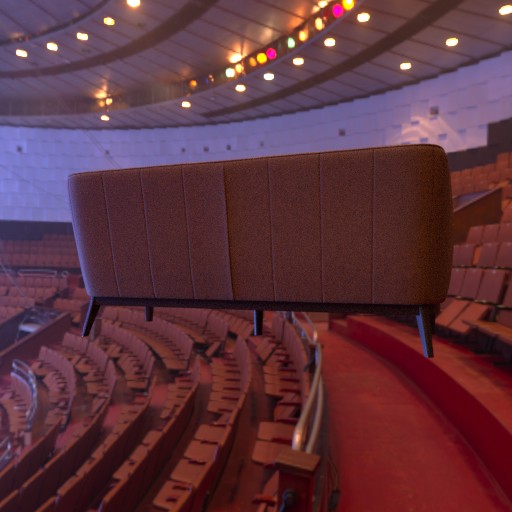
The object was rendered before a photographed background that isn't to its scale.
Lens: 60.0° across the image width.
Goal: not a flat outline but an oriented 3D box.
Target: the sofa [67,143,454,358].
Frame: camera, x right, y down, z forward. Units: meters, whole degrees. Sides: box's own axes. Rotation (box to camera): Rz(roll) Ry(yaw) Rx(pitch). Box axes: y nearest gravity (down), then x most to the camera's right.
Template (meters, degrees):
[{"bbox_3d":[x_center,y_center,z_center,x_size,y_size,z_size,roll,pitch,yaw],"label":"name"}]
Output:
[{"bbox_3d":[0.000,0.000,2.307,1.928,0.830,0.869,-1,-2,19],"label":"sofa"}]
